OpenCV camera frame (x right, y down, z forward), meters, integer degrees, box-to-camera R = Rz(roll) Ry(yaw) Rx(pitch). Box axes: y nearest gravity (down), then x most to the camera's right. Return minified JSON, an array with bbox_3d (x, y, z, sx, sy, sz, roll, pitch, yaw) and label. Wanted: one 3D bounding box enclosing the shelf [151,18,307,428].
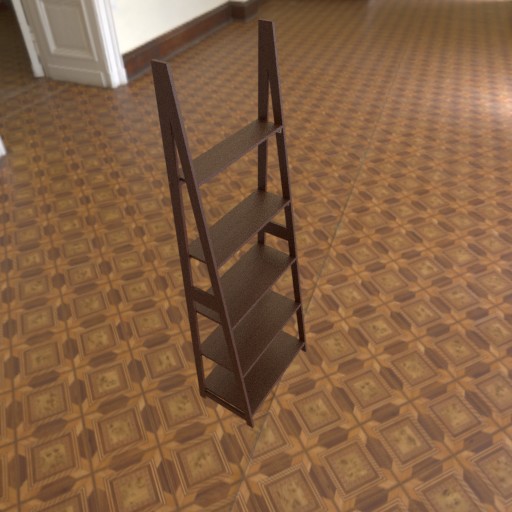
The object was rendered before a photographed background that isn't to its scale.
[{"bbox_3d":[0.000,0.000,1.988,0.350,1.770,0.600,23,46,25],"label":"shelf"}]
